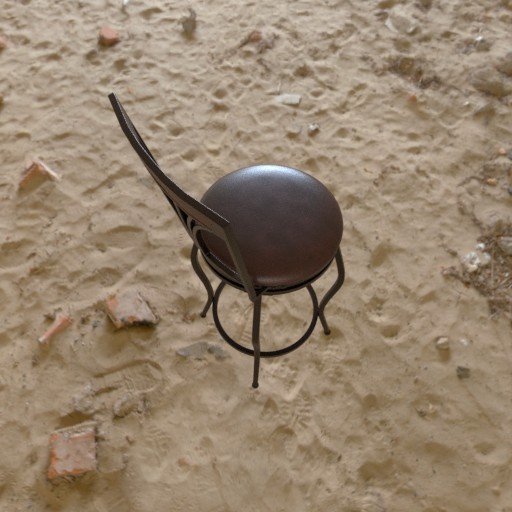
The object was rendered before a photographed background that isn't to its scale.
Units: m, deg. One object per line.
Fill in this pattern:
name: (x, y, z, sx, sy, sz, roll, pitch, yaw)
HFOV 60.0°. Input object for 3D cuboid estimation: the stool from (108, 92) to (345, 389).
stool: (0.000, 0.000, 1.374, 0.514, 1.117, 0.433, -32, 62, -19)
